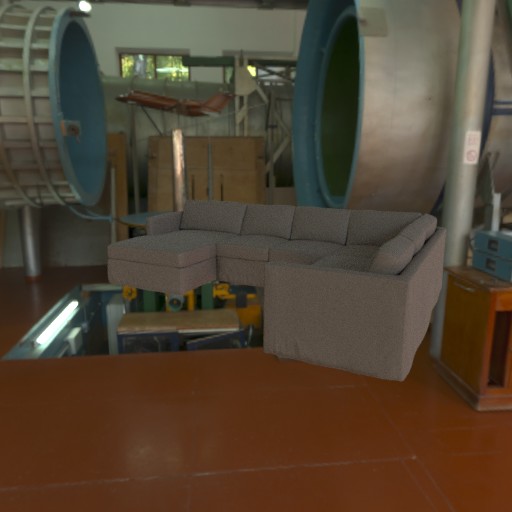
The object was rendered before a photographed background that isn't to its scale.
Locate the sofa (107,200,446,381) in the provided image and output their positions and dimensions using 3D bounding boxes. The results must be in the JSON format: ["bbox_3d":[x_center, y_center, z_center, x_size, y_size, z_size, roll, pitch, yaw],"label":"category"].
[{"bbox_3d":[0.000,0.000,4.647,3.528,0.878,2.476,7,14,27],"label":"sofa"}]
